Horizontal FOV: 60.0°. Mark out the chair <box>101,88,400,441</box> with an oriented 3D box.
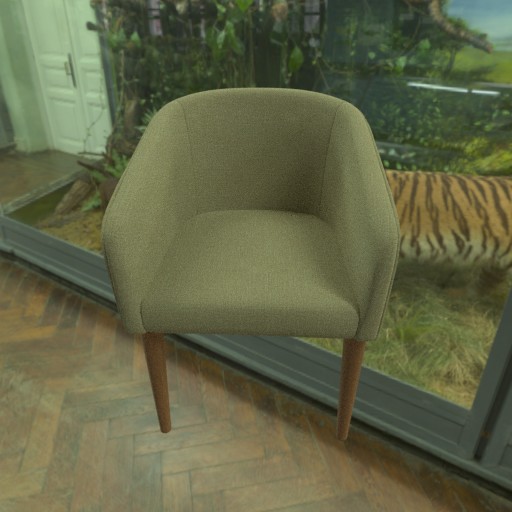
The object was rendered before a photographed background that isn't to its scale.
[{"bbox_3d":[0.000,0.000,1.197,0.584,0.775,0.616,1,29,2],"label":"chair"}]
